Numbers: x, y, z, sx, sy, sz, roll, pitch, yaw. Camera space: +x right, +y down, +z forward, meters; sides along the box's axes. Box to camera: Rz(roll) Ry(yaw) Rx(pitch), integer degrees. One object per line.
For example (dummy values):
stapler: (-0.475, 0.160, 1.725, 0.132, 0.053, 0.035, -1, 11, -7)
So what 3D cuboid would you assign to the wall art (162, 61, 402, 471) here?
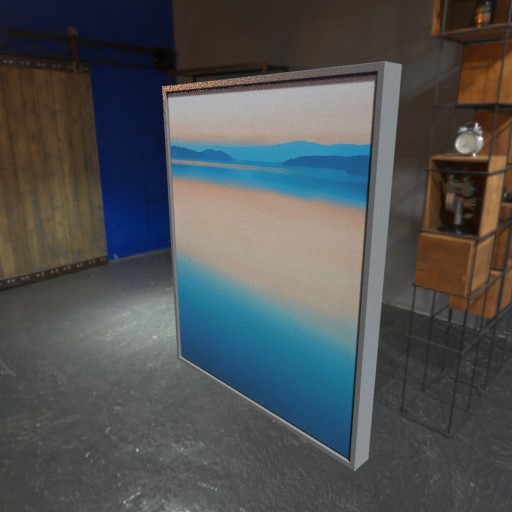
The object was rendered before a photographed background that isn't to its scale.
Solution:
wall art: (0.000, 0.000, 0.740, 0.037, 0.554, 0.453, -15, 22, -42)
